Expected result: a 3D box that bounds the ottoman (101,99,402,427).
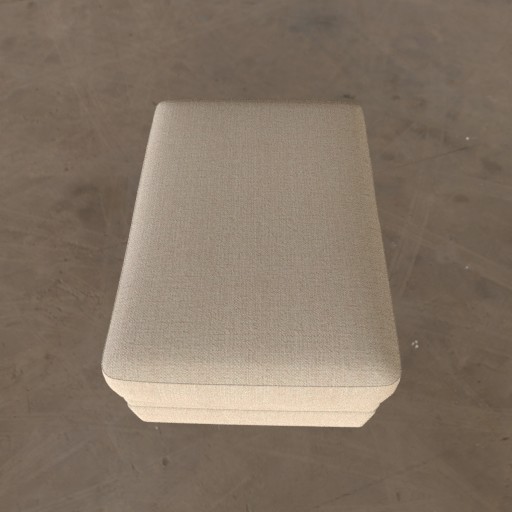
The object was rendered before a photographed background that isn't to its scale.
[{"bbox_3d":[0.000,0.000,1.271,0.637,0.478,0.885,1,58,1],"label":"ottoman"}]
